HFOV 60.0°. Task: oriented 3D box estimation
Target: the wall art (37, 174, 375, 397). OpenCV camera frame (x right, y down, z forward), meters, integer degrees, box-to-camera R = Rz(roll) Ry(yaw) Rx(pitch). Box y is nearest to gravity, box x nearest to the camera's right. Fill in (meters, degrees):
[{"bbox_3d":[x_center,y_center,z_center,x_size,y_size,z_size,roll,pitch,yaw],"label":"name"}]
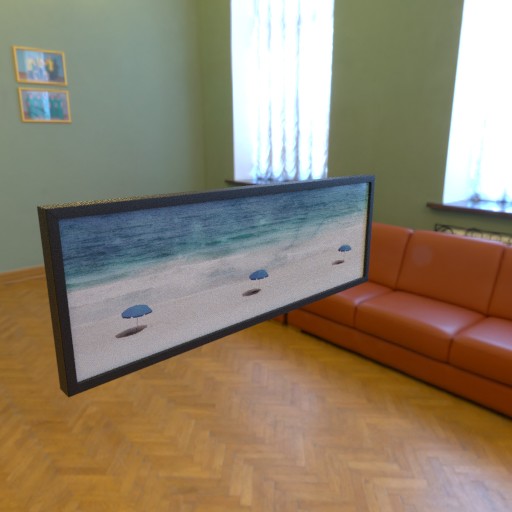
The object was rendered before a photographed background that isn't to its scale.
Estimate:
[{"bbox_3d":[0.000,0.000,0.968,0.860,0.303,0.037,-14,20,-42],"label":"wall art"}]
